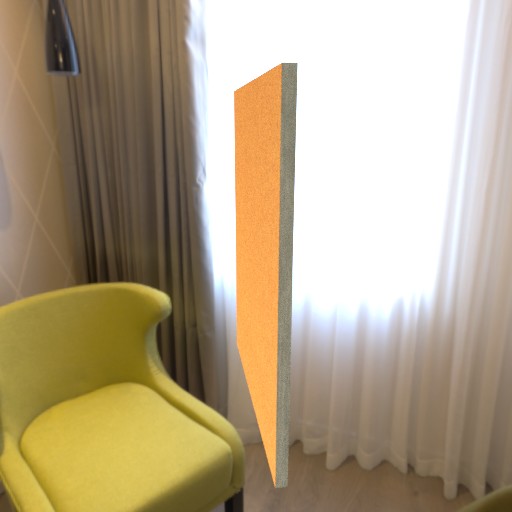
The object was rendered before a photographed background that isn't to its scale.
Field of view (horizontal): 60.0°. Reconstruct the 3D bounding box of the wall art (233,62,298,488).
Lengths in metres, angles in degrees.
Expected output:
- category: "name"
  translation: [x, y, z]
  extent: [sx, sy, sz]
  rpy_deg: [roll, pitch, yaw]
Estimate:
- category: "wall art"
  translation: [0.000, 0.000, 0.832]
  extent: [0.020, 0.613, 0.481]
  rpy_deg: [-3, 17, -9]
